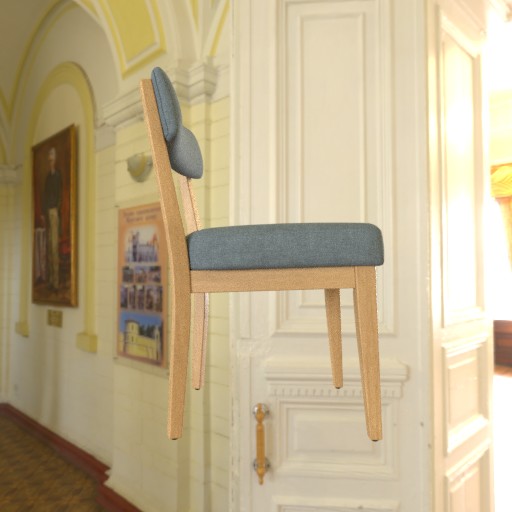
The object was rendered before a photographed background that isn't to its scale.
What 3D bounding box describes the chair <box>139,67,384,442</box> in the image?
[{"bbox_3d":[0.000,0.000,1.207,0.572,0.832,0.508,0,-2,0],"label":"chair"}]
